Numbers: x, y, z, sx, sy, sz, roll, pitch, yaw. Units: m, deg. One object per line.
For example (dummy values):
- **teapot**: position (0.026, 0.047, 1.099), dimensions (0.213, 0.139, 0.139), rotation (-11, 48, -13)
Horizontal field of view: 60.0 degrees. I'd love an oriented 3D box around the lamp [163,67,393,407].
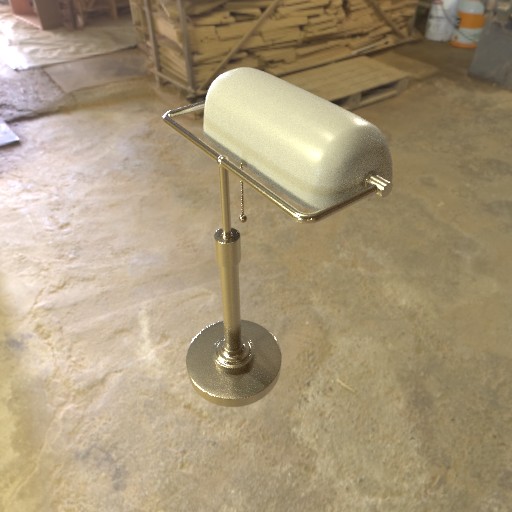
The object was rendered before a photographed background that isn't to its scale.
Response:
- **lamp**: position (0.000, 0.000, 0.564), dimensions (0.227, 0.404, 0.269), rotation (-27, 48, -26)
